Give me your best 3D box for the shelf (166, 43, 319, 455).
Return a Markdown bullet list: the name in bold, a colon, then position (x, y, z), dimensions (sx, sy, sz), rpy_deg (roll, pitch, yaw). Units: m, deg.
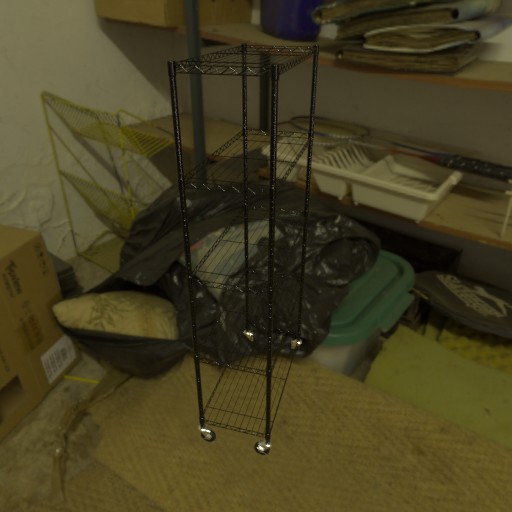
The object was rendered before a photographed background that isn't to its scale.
- **shelf**: position (0.000, 0.000, 1.957), dimensions (0.356, 1.645, 0.762), rpy_deg (8, 30, 14)
